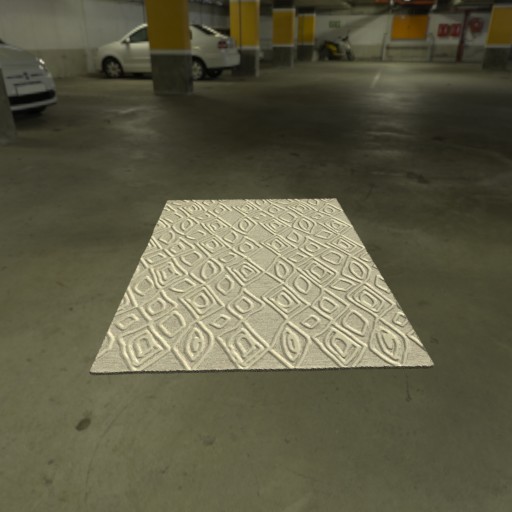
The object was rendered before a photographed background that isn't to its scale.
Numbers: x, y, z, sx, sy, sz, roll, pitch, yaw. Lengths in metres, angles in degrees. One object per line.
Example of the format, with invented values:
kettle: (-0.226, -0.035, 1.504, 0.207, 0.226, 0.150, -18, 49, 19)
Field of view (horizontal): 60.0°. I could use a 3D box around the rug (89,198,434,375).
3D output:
rug: (0.000, 0.000, 2.377, 1.224, 0.016, 1.832, -1, 26, -2)
